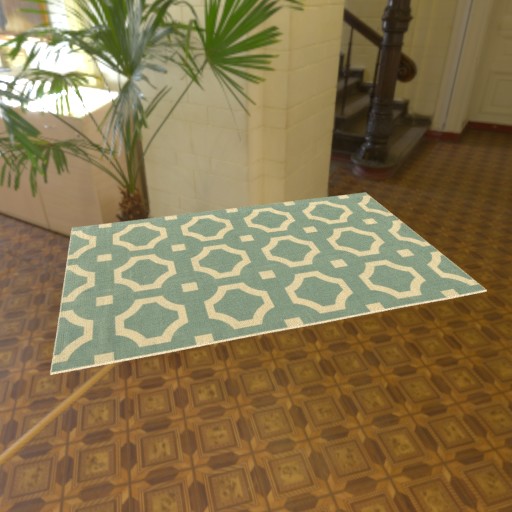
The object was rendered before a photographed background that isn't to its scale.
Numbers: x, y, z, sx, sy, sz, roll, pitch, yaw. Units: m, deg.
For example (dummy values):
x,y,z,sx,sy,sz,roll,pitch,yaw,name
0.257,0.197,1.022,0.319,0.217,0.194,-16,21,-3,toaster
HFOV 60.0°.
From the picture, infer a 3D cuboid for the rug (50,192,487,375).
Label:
x,y,z,sx,sy,sz,roll,pitch,yaw,name
0.000,0.000,2.989,2.443,0.015,1.528,-8,32,-13,rug
